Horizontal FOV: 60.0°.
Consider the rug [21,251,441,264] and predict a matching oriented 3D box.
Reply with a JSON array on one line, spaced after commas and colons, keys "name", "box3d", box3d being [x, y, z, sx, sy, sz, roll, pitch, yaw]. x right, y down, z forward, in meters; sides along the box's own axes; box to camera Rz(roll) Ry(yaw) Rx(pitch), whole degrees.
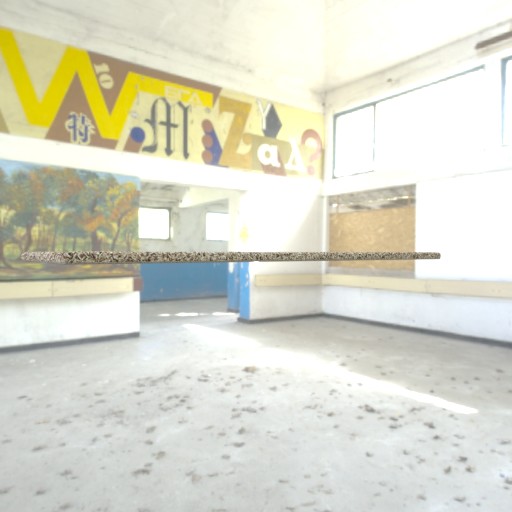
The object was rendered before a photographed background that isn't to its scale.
[{"name": "rug", "box3d": [0.000, 0.000, 1.696, 1.524, 0.030, 0.609, 0, 0, -36]}]
